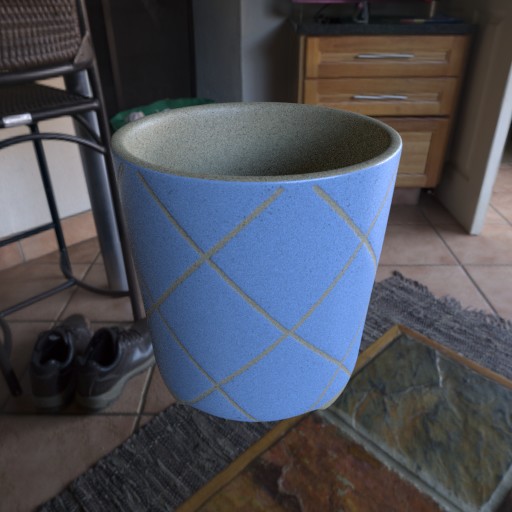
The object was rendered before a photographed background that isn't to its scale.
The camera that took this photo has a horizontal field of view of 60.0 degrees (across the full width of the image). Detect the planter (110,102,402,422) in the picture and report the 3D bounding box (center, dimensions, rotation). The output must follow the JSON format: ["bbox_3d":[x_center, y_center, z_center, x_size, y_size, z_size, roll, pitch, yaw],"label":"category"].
[{"bbox_3d":[0.000,0.000,0.416,0.227,0.235,0.227,0,30,0],"label":"planter"}]
